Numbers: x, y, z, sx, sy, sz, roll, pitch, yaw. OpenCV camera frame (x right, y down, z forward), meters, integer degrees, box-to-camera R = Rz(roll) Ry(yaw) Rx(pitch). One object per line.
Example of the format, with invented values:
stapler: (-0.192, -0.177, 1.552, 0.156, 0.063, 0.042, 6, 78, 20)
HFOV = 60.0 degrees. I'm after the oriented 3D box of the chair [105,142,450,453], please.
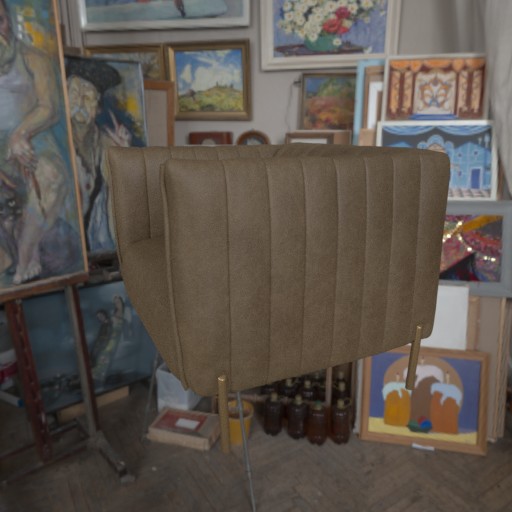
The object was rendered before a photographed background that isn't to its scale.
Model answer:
chair: (0.000, 0.000, 1.610, 0.876, 0.779, 0.981, -7, 17, -25)
